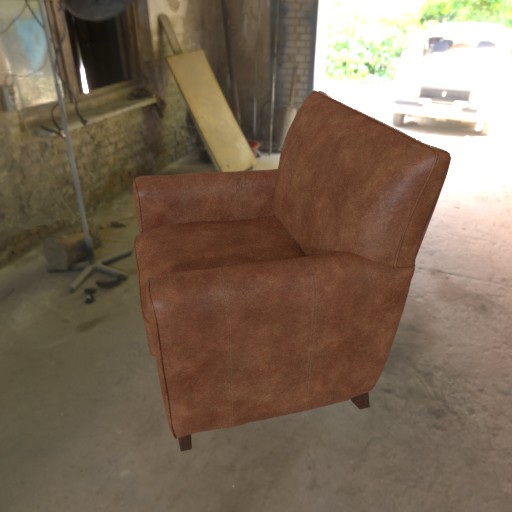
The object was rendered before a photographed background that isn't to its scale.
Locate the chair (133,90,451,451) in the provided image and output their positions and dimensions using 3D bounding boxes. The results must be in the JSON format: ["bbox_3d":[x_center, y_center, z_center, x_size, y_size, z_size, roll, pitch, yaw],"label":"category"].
[{"bbox_3d":[0.000,0.000,1.567,0.823,0.943,0.870,-8,32,-14],"label":"chair"}]
